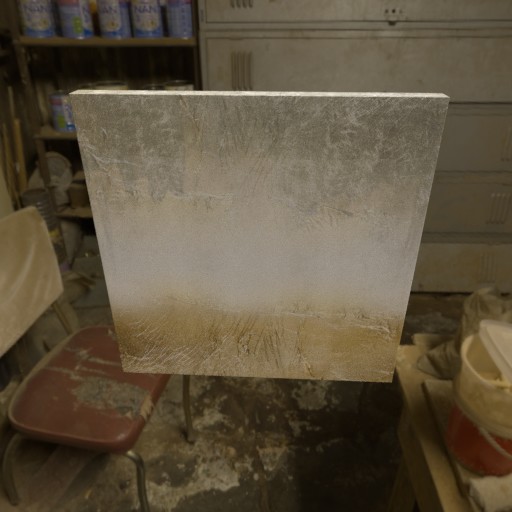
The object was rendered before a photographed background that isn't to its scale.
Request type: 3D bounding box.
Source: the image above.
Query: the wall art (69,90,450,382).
[{"bbox_3d":[0.000,0.000,0.874,0.610,0.610,0.038,1,29,3],"label":"wall art"}]
